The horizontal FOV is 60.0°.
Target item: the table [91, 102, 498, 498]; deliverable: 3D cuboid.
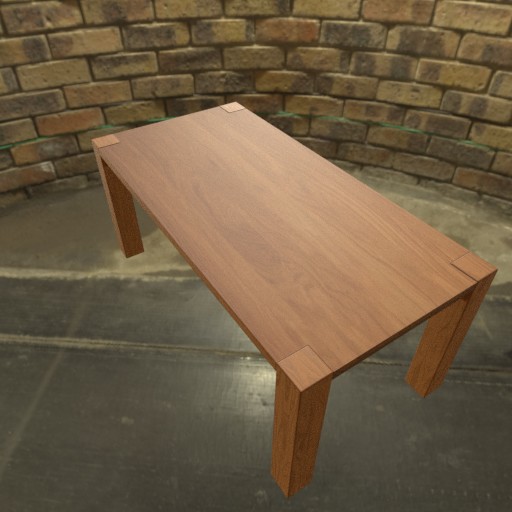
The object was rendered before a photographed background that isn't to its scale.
[{"bbox_3d":[0.000,0.000,2.220,0.900,0.760,1.800,-24,47,-25],"label":"table"}]
